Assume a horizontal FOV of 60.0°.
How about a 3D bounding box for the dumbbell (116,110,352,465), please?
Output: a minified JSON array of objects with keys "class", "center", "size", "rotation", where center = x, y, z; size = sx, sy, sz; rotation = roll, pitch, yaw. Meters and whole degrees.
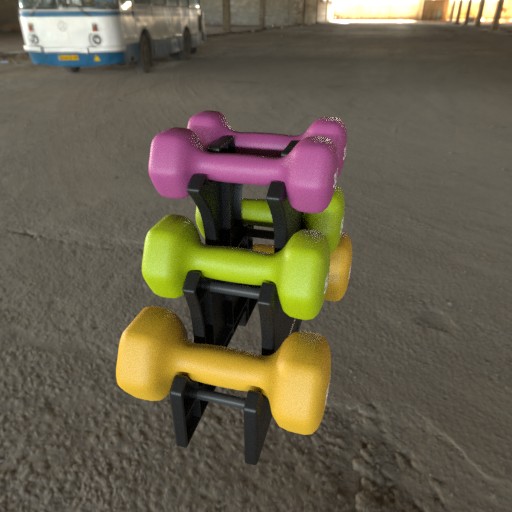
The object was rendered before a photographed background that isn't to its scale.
[{"class":"dumbbell","center":[0.000,0.000,0.465],"size":[0.190,0.271,0.300],"rotation":[8,30,14]}]
